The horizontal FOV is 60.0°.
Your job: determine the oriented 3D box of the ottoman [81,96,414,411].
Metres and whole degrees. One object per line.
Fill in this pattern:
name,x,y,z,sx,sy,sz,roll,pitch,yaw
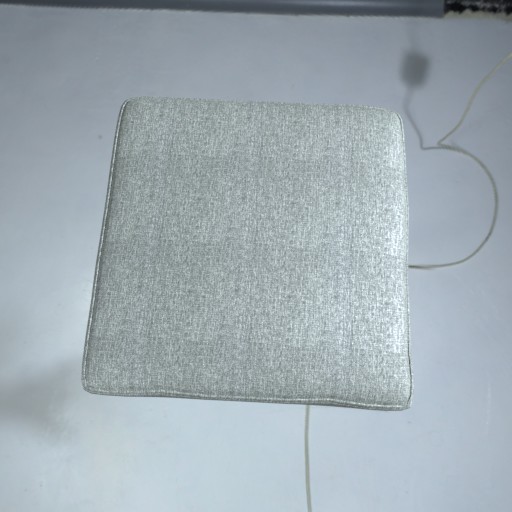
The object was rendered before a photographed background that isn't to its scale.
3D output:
ottoman,0.000,0.000,1.350,0.838,0.481,0.838,3,75,1
